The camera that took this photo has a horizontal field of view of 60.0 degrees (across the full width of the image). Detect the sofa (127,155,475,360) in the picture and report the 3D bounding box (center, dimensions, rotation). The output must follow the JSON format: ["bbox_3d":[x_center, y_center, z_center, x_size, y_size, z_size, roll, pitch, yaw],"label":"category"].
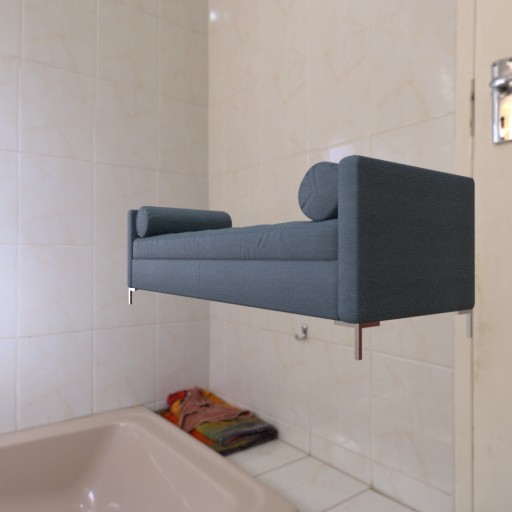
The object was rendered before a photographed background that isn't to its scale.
[{"bbox_3d":[0.000,0.000,2.323,0.686,0.635,1.981,0,0,-36],"label":"sofa"}]
